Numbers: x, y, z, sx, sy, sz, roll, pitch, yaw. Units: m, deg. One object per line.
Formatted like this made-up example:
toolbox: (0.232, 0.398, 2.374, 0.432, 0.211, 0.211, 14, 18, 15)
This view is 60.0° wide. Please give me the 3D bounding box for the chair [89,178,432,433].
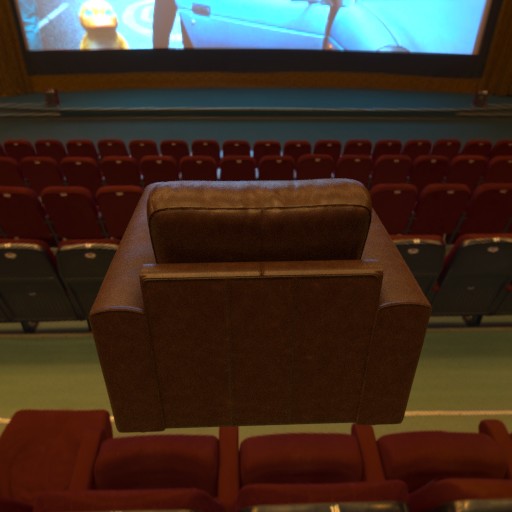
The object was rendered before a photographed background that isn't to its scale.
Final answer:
chair: (0.000, 0.000, 1.767, 1.005, 0.873, 1.016, -1, 32, -2)
